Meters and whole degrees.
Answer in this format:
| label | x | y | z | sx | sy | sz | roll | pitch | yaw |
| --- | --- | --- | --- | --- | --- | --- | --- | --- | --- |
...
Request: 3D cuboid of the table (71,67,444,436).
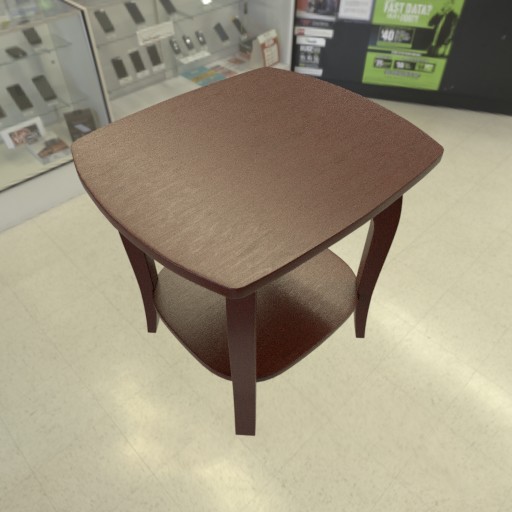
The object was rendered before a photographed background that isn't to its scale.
| label | x | y | z | sx | sy | sz | roll | pitch | yaw |
| --- | --- | --- | --- | --- | --- | --- | --- | --- | --- |
| table | 0.000 | 0.000 | 0.865 | 0.502 | 0.496 | 0.433 | -33 | 54 | -27 |
